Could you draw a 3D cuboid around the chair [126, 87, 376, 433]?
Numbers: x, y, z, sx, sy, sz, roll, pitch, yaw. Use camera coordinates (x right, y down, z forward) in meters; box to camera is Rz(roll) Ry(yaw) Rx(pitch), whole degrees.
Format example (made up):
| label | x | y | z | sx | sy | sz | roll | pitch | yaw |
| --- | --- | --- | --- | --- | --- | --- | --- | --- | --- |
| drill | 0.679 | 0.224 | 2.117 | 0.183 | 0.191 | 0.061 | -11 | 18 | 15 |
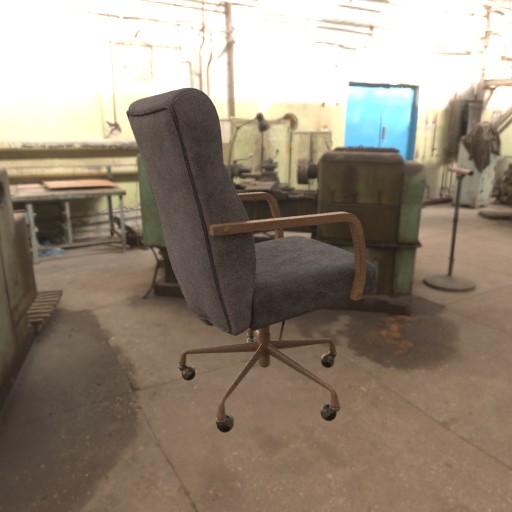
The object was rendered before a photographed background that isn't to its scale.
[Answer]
| label | x | y | z | sx | sy | sz | roll | pitch | yaw |
| --- | --- | --- | --- | --- | --- | --- | --- | --- | --- |
| chair | 0.000 | 0.000 | 1.524 | 0.741 | 1.029 | 0.640 | -8 | 18 | -27 |
